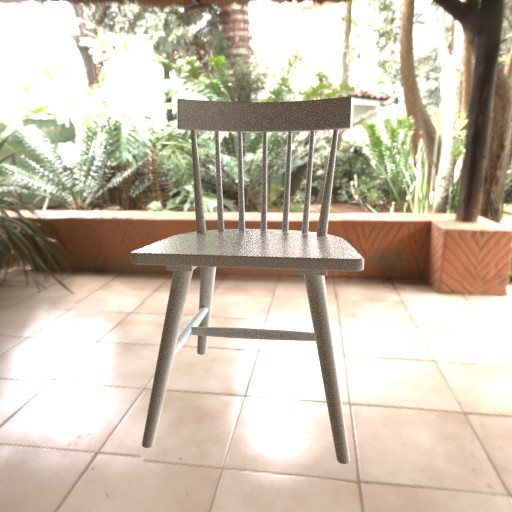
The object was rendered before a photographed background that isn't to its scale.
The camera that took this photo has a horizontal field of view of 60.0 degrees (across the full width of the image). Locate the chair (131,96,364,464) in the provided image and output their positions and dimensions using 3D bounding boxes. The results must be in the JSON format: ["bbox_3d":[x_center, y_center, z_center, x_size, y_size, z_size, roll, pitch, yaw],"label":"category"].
[{"bbox_3d":[0.000,0.000,1.118,0.483,0.787,0.500,2,14,7],"label":"chair"}]
